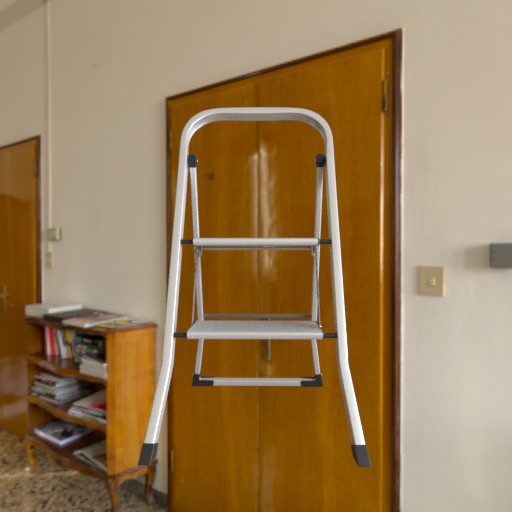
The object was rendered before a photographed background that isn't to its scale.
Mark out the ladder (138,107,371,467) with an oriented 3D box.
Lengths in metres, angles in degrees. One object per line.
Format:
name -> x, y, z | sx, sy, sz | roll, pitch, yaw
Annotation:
ladder -> 0.000, 0.000, 1.140 | 0.465, 0.830, 0.530 | 0, 1, 1
